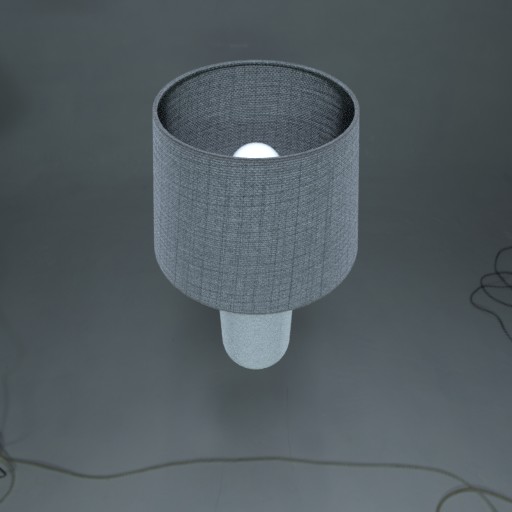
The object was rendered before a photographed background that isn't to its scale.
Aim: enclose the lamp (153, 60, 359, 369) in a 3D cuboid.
[{"bbox_3d":[0.000,0.000,0.583,0.251,0.429,0.251,0,46,0],"label":"lamp"}]
